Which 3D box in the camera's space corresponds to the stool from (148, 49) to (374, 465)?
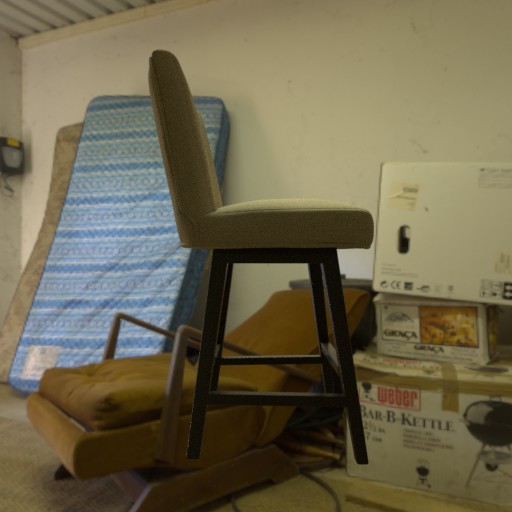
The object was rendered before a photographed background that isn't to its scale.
[{"bbox_3d":[0.000,0.000,1.305,0.574,1.000,0.514,0,0,0],"label":"stool"}]
